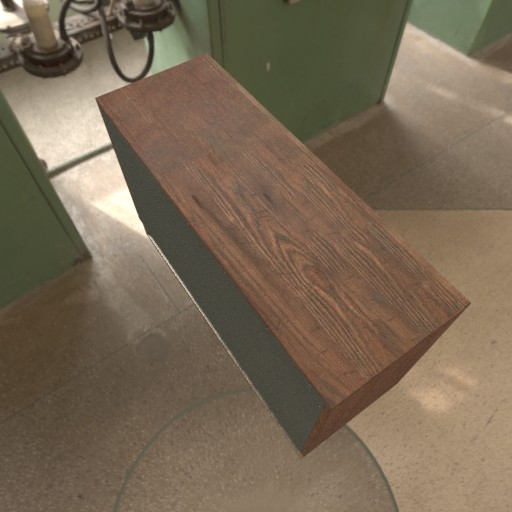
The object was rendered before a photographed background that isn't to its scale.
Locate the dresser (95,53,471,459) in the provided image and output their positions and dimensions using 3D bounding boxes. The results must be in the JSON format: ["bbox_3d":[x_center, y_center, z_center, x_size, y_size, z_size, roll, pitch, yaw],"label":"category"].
[{"bbox_3d":[0.000,0.000,2.162,0.623,1.061,1.646,-30,62,-18],"label":"dresser"}]
